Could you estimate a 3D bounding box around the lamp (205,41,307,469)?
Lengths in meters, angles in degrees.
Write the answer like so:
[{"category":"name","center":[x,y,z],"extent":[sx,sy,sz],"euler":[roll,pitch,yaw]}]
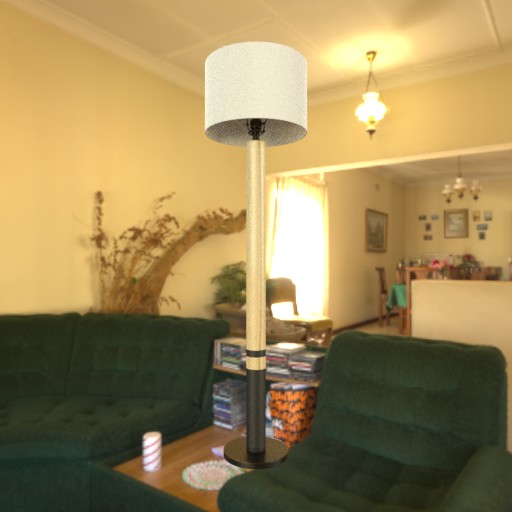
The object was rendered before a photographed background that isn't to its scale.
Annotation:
[{"category":"lamp","center":[0.000,0.000,1.663],"extent":[0.381,1.478,0.381],"euler":[0,-1,18]}]
